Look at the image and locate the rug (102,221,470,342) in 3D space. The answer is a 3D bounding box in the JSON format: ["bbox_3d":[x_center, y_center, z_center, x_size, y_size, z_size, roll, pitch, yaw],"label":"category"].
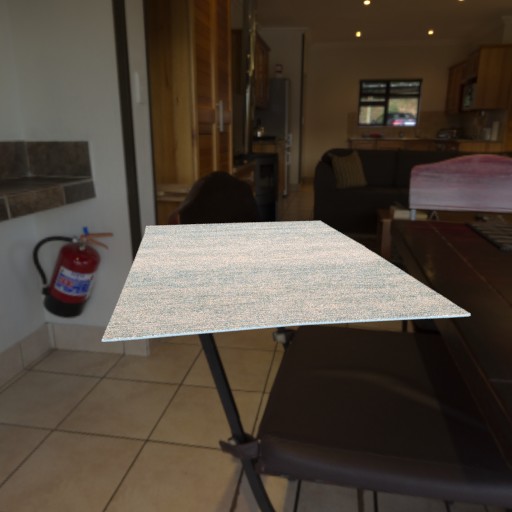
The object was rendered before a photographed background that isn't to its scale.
[{"bbox_3d":[0.000,0.000,2.972,1.613,0.030,2.306,-2,15,-9],"label":"rug"}]
